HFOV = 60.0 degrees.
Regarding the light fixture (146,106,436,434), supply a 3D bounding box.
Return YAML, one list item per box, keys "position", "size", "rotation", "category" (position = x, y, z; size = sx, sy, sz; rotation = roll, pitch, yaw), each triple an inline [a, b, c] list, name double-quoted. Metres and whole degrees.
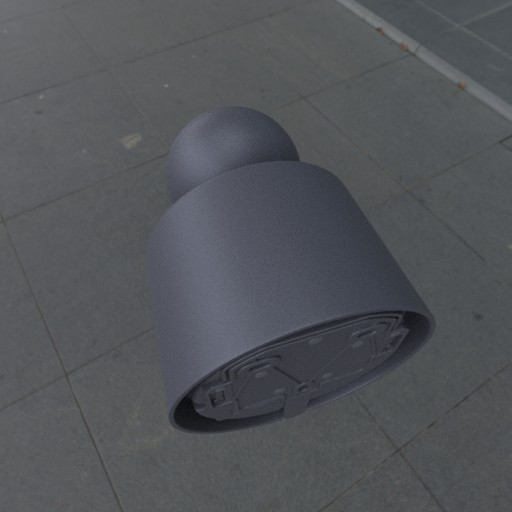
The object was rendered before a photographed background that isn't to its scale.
- position: [0.000, 0.000, 0.261]
  size: [0.134, 0.143, 0.160]
  rotation: [-15, 58, -10]
  category: "light fixture"
